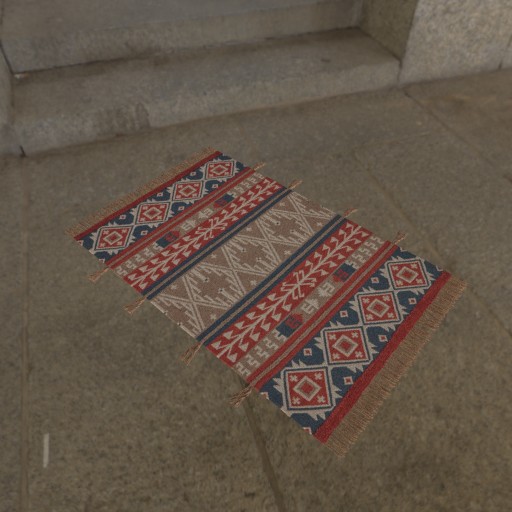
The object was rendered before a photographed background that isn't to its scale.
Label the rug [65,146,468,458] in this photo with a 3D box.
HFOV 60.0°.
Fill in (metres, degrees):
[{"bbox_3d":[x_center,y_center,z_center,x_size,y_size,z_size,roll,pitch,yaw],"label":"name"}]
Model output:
[{"bbox_3d":[0.000,0.000,3.080,2.450,0.048,1.778,33,55,27],"label":"rug"}]
